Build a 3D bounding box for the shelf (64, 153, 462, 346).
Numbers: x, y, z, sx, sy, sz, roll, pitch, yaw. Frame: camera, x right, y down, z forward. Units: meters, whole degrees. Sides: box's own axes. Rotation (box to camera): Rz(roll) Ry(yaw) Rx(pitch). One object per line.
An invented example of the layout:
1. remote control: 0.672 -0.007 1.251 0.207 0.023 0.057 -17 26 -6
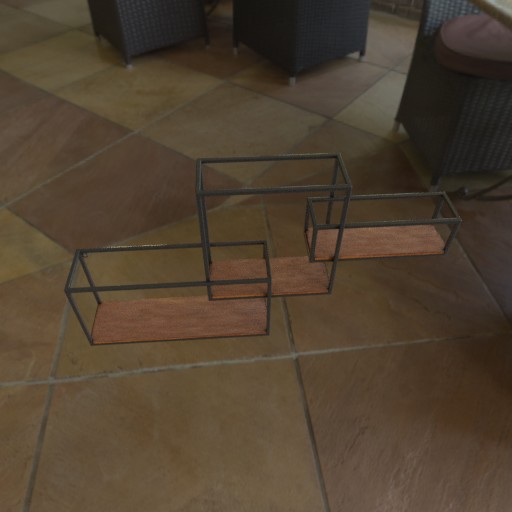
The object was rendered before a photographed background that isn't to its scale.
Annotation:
1. shelf: 0.000 0.000 2.142 1.781 0.972 0.275 -3 46 -3
